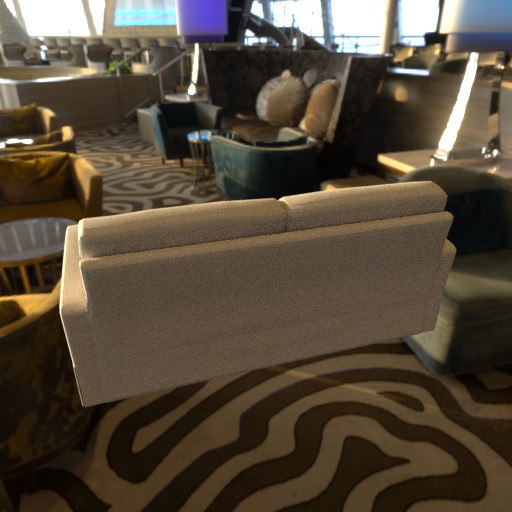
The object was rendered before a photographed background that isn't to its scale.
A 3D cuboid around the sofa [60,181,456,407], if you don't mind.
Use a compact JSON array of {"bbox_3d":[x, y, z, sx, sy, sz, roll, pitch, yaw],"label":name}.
[{"bbox_3d":[0.000,0.000,2.279,1.808,0.831,0.894,-8,27,-16],"label":"sofa"}]
